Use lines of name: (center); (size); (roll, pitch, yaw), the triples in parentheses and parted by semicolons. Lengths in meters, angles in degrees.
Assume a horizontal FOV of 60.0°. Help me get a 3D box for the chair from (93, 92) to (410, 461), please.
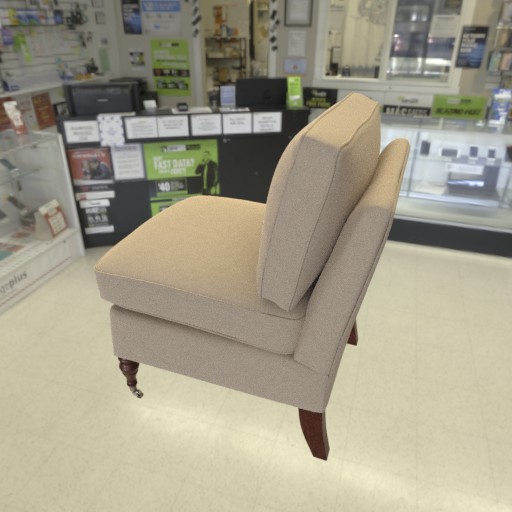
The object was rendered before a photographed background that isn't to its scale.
chair: (0.000, 0.000, 1.587); (0.912, 1.052, 0.724); (10, 30, 18)
